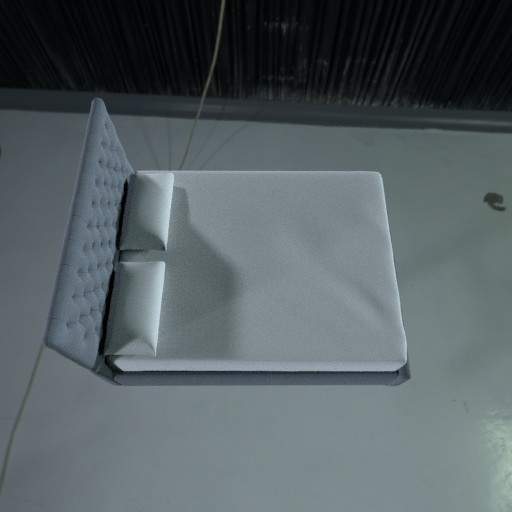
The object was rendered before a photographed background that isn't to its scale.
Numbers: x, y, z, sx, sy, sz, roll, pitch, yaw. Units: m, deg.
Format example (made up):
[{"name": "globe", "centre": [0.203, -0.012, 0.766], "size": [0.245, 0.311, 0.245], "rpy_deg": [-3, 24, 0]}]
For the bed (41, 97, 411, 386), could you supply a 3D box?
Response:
[{"name": "bed", "centre": [0.000, 0.000, 3.252], "size": [2.231, 1.427, 1.698], "rpy_deg": [0, 65, 0]}]
